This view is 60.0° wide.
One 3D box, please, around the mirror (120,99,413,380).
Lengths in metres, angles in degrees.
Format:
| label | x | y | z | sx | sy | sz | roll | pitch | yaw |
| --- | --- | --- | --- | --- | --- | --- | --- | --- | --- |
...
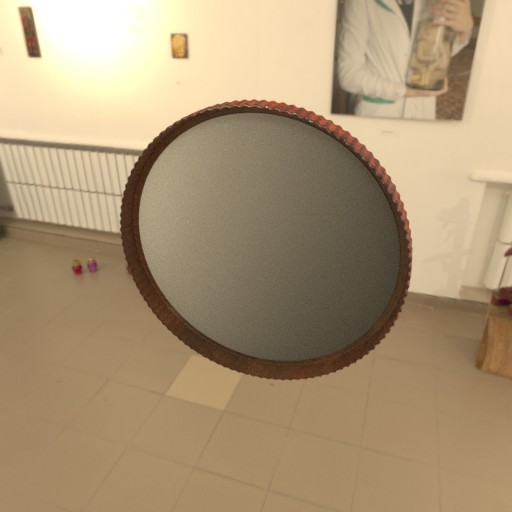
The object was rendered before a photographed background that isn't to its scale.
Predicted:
| label | x | y | z | sx | sy | sz | roll | pitch | yaw |
| --- | --- | --- | --- | --- | --- | --- | --- | --- | --- |
| mirror | 0.000 | 0.000 | 0.916 | 0.609 | 0.609 | 0.056 | 9 | 29 | 16 |
